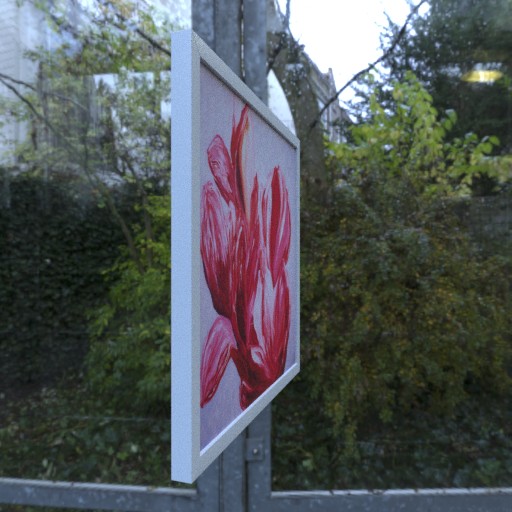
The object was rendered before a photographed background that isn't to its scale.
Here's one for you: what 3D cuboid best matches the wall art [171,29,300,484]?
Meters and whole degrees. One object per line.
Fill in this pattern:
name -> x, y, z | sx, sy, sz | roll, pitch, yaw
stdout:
wall art -> 0.000, 0.000, 0.659 | 0.023, 0.453, 0.455 | 0, 0, 19
